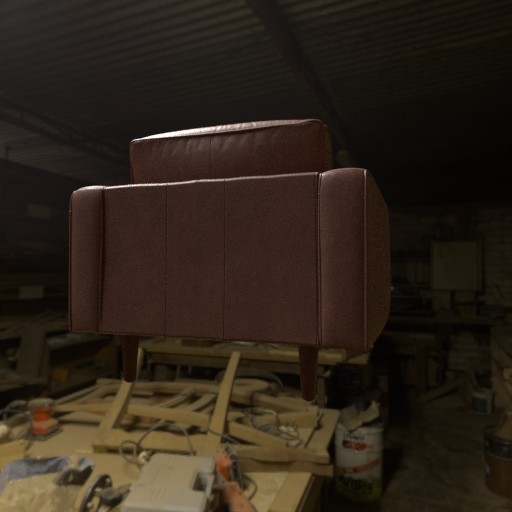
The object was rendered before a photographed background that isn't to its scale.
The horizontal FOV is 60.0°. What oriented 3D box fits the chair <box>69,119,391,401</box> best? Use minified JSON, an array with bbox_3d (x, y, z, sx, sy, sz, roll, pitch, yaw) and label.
[{"bbox_3d":[0.000,0.000,1.593,0.920,0.770,0.900,0,-1,20],"label":"chair"}]
